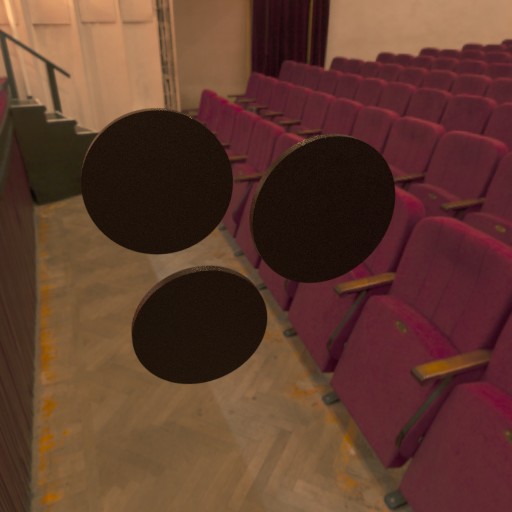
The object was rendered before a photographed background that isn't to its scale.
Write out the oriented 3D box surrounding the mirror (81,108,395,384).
[{"bbox_3d":[0.000,0.000,3.191,2.160,2.096,0.076,-8,29,-16],"label":"mirror"}]
